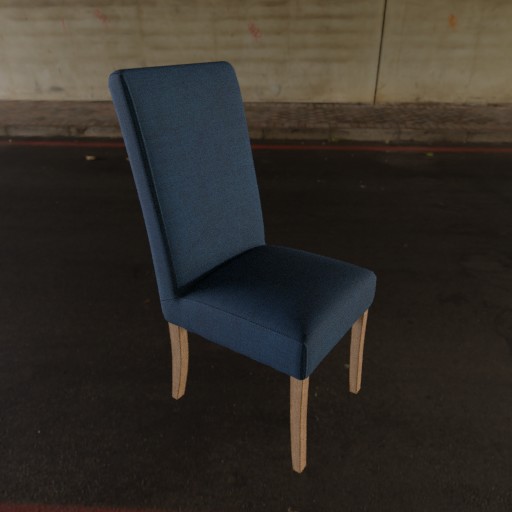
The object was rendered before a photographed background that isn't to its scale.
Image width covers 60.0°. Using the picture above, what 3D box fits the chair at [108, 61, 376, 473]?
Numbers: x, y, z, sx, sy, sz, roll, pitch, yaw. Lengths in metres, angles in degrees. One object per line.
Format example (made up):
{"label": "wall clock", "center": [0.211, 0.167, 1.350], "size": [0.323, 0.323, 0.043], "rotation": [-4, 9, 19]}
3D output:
{"label": "chair", "center": [0.000, 0.000, 1.321], "size": [0.610, 1.029, 0.450], "rotation": [18, 32, 31]}
